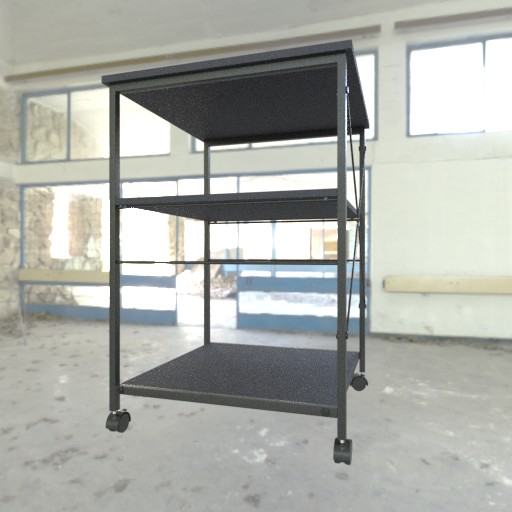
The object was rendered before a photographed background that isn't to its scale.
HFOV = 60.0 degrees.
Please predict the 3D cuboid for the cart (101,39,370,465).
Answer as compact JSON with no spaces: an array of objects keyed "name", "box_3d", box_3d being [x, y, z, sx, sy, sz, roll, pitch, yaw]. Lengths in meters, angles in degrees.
[{"name":"cart","box_3d":[0.000,0.000,1.106,0.520,0.762,0.521,0,0,18]}]
